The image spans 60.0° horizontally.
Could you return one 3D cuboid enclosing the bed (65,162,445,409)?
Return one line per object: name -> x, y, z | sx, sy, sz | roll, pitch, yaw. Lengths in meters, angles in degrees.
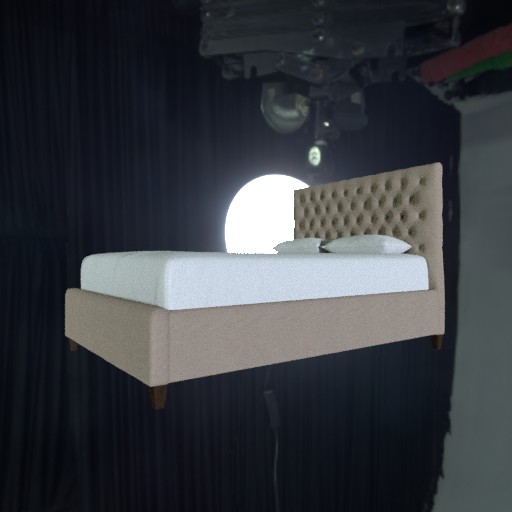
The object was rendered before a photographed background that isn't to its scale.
bed -> 0.000, 0.000, 3.388 | 2.387, 1.427, 1.698 | 0, 0, -36
